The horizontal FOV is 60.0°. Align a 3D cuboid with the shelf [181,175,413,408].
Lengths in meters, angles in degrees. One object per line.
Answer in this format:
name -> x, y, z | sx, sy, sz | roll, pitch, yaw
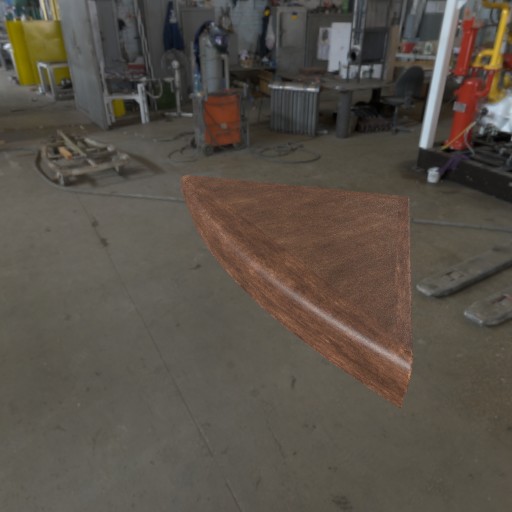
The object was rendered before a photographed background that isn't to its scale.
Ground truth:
shelf -> 0.000, 0.000, 0.474 | 0.310, 0.050, 0.310 | 8, 31, 14
